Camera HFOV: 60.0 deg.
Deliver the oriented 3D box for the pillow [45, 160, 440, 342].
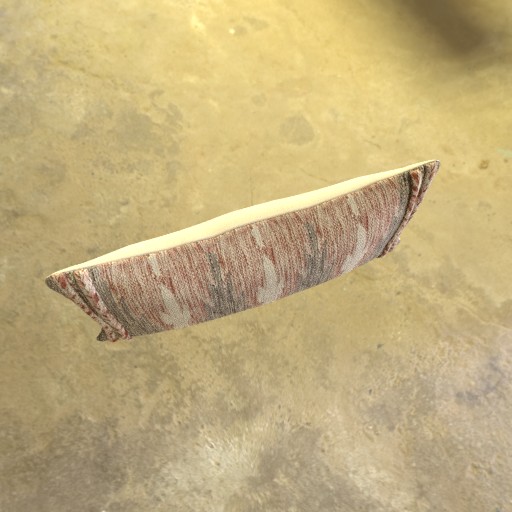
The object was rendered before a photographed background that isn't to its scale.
[{"bbox_3d":[0.000,0.000,0.765,0.635,0.282,0.139,-17,64,-9],"label":"pillow"}]
